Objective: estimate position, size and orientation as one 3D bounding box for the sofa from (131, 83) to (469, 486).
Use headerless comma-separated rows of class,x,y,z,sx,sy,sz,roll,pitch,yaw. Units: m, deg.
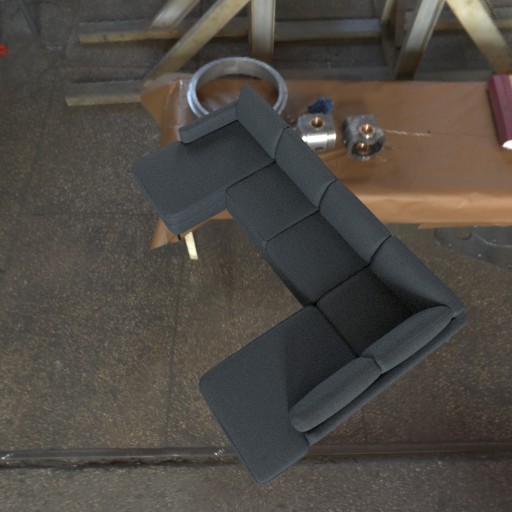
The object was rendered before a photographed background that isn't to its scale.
sofa,0.000,0.000,3.808,1.984,0.858,2.975,-31,67,-15
